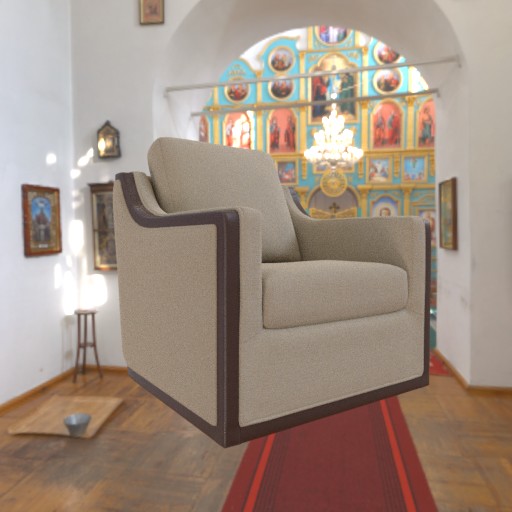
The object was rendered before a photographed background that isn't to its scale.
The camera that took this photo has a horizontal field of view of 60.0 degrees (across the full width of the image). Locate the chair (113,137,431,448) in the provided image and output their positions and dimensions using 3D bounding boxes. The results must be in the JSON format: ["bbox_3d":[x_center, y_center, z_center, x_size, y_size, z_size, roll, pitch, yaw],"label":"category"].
[{"bbox_3d":[0.000,0.000,1.679,0.870,0.930,0.950,-1,2,-35],"label":"chair"}]
